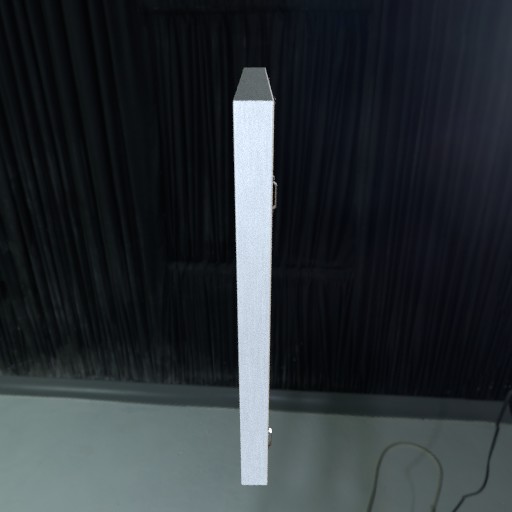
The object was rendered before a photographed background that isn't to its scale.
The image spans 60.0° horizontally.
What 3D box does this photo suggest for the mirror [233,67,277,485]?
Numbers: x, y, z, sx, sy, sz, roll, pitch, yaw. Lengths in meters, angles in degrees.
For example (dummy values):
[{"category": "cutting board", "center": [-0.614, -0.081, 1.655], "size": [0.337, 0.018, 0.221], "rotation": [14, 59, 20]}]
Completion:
[{"category": "mirror", "center": [0.000, 0.000, 0.683], "size": [0.041, 0.509, 0.406], "rotation": [0, 27, 0]}]
